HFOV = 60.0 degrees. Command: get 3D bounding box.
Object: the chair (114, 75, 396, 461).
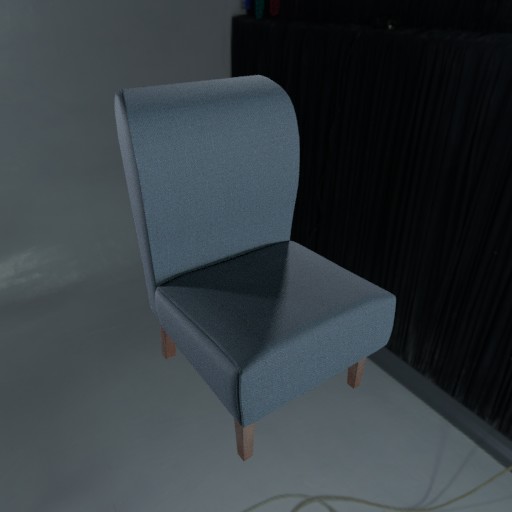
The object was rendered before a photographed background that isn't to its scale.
[{"bbox_3d":[0.000,0.000,1.177,0.513,0.804,0.592,-20,36,-31],"label":"chair"}]
